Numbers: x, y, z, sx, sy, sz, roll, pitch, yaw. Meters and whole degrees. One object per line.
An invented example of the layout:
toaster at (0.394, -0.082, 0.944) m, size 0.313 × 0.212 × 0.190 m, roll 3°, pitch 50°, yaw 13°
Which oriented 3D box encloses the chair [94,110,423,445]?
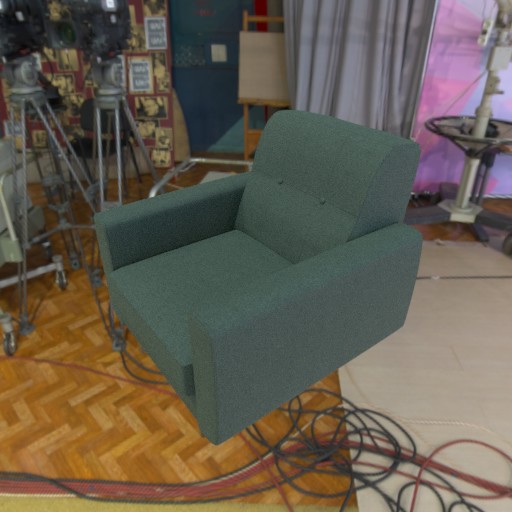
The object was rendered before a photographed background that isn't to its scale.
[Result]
chair at (0.000, 0.000, 1.590) m, size 0.909 × 0.841 × 0.831 m, roll -21°, pitch 37°, yaw -31°
